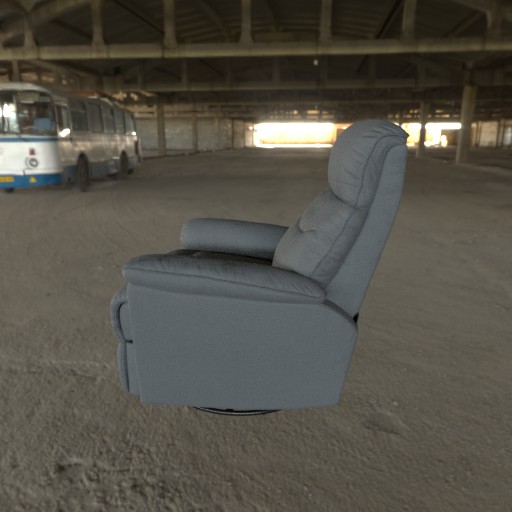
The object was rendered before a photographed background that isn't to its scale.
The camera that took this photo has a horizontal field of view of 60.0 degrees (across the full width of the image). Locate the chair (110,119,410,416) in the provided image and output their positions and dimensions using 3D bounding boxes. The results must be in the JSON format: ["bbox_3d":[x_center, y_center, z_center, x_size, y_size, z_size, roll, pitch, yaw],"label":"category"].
[{"bbox_3d":[0.000,0.000,1.765,1.004,1.037,0.820,2,15,7],"label":"chair"}]
